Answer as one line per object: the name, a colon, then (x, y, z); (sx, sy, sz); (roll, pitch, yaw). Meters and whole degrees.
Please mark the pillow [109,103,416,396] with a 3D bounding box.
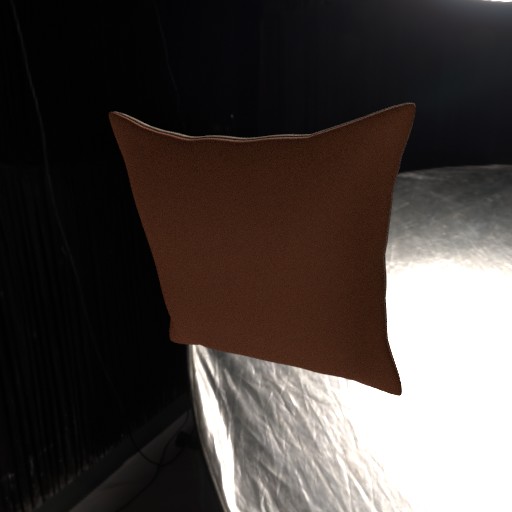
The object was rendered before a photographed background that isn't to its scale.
pillow: (0.000, 0.000, 0.684); (0.453, 0.430, 0.200); (8, 17, 27)
